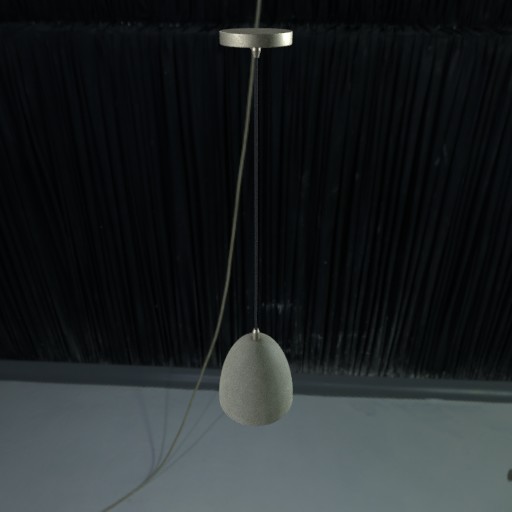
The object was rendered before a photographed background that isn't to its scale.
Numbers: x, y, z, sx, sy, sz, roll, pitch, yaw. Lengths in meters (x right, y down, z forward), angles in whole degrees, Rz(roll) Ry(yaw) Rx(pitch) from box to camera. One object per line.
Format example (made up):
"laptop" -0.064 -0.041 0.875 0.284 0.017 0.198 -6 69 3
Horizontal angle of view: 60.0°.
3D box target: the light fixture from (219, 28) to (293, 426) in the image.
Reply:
"light fixture" 0.000 0.000 0.836 0.170 0.759 0.170 0 31 0
